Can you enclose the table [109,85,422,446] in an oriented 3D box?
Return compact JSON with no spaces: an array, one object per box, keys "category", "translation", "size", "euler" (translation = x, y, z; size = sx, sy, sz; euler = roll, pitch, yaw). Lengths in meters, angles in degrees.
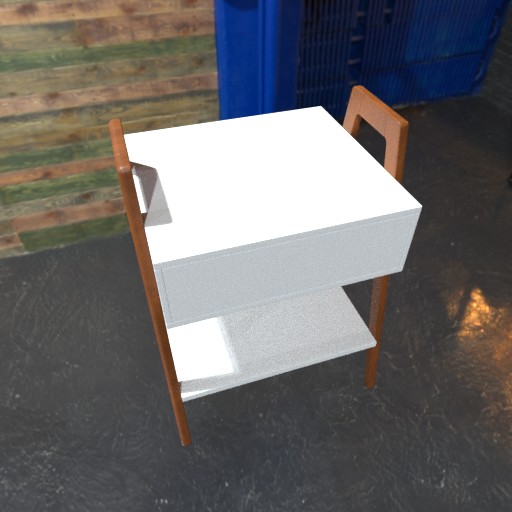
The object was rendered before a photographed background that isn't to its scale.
[{"category":"table","translation":[0.000,0.000,0.919],"size":[0.457,0.610,0.405],"euler":[-12,44,-13]}]
